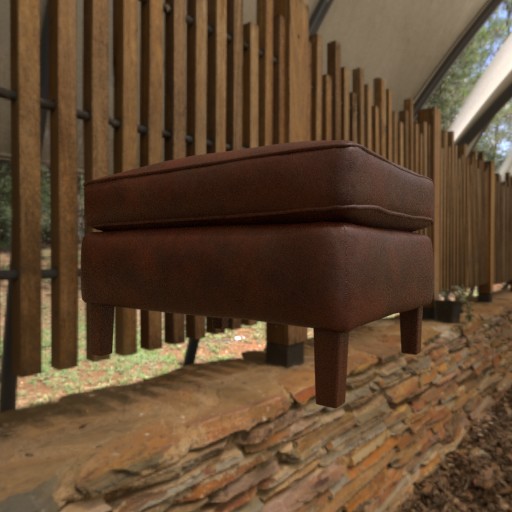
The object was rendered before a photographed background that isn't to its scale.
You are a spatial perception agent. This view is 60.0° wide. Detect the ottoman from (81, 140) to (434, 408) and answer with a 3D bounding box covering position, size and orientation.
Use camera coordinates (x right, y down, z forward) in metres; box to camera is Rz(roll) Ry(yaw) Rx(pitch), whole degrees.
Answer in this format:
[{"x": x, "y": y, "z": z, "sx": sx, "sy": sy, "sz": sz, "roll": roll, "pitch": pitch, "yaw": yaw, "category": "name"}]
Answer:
[{"x": 0.000, "y": 0.000, "z": 0.985, "sx": 0.665, "sy": 0.432, "sz": 0.501, "roll": 0, "pitch": 1, "yaw": 35, "category": "ottoman"}]
